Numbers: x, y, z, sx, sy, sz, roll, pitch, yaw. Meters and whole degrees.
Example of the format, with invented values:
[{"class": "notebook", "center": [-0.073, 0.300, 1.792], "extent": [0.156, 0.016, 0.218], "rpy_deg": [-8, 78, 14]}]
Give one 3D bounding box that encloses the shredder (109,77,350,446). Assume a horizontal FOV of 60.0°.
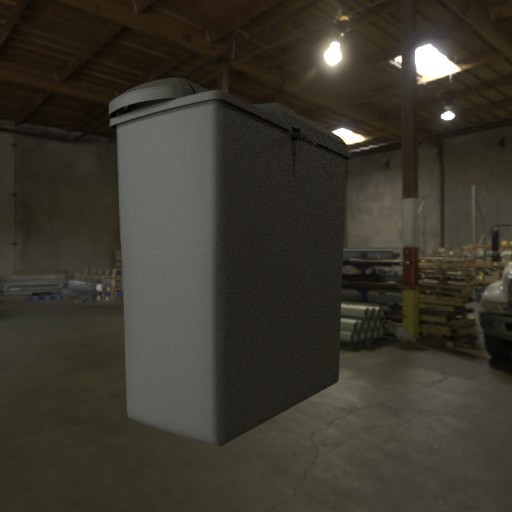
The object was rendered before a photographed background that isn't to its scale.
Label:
[{"class": "shredder", "center": [0.000, 0.000, 0.520], "extent": [0.170, 0.335, 0.320], "rpy_deg": [0, 0, 35]}]
